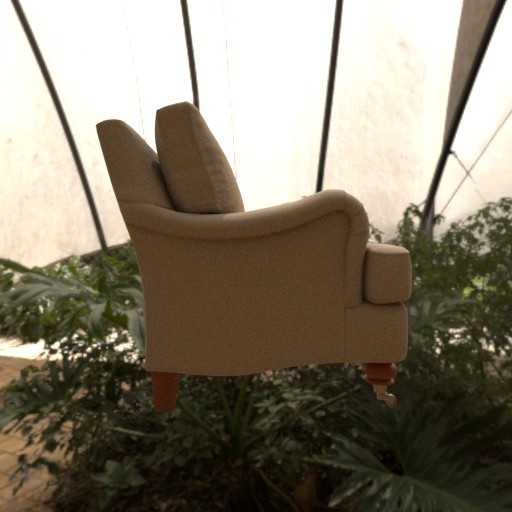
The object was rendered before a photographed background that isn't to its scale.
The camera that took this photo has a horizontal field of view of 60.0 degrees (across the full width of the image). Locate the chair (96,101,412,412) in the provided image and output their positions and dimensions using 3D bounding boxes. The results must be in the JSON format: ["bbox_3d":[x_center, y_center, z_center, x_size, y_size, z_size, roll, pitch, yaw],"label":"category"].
[{"bbox_3d":[0.000,0.000,1.883,1.078,1.076,0.895,0,0,-1],"label":"chair"}]
